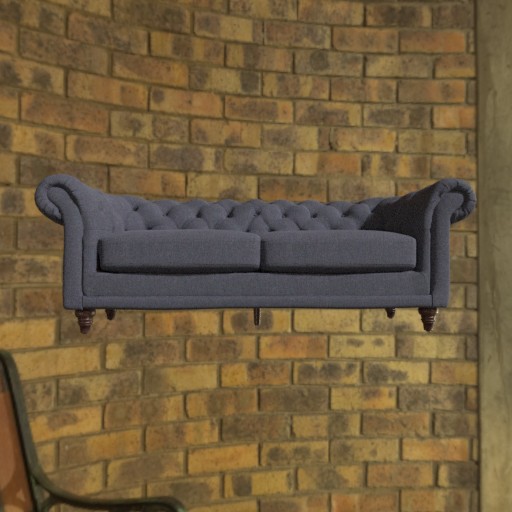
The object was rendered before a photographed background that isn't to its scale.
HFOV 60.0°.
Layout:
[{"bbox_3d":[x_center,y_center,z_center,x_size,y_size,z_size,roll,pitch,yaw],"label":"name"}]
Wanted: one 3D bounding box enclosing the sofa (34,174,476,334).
[{"bbox_3d":[0.000,0.000,2.786,2.335,0.836,1.046,0,-1,-3],"label":"sofa"}]
